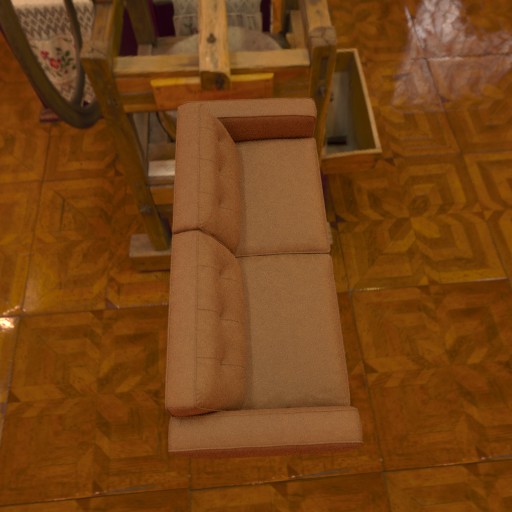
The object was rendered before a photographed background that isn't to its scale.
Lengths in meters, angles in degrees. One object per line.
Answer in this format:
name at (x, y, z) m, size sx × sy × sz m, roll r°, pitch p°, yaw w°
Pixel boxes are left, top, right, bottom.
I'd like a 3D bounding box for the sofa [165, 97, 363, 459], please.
sofa at (0.000, 0.000, 2.753) m, size 0.953 × 0.780 × 2.270 m, roll -2°, pitch 64°, yaw -1°
